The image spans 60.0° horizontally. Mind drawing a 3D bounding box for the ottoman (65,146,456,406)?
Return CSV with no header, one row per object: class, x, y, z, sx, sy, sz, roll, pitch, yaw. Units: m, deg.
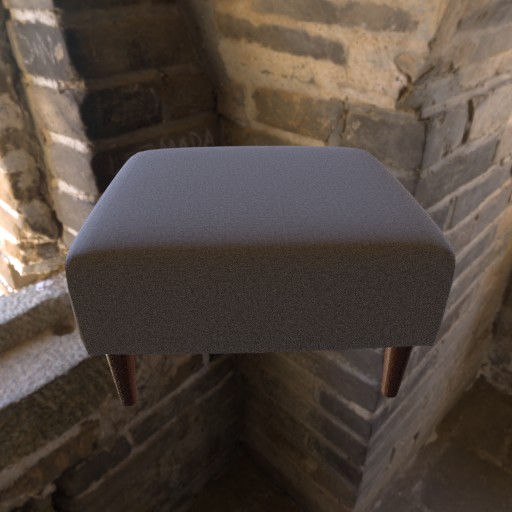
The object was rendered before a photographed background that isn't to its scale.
ottoman,0.000,0.000,1.061,0.655,0.399,0.648,-1,30,-2
